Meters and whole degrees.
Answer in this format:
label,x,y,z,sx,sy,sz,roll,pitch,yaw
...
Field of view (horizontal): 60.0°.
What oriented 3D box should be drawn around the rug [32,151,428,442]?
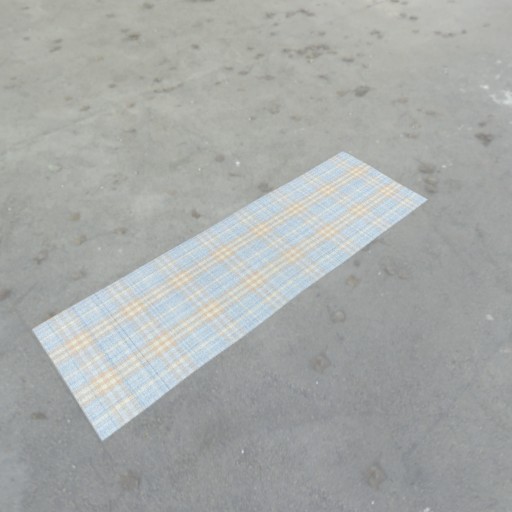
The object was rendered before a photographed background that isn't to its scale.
label,x,y,z,sx,sy,sz,roll,pitch,yaw
rug,0.000,0.000,2.655,2.439,0.013,0.762,-33,55,-26
